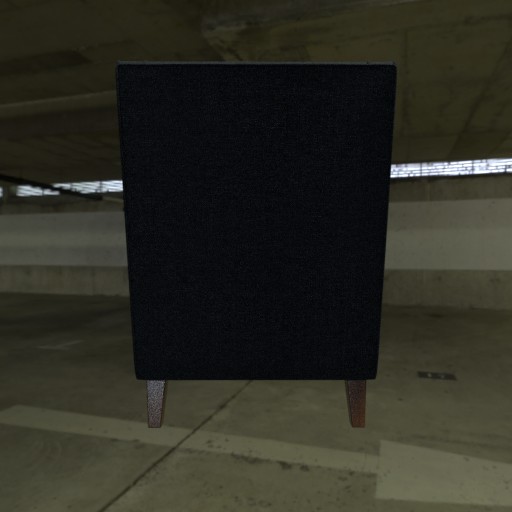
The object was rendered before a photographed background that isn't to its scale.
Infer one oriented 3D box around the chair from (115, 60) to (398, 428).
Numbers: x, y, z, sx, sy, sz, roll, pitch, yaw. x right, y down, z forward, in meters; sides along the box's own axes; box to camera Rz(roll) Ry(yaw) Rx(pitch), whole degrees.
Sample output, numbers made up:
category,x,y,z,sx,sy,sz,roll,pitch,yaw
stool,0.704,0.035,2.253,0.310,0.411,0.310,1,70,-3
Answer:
category,x,y,z,sx,sy,sz,roll,pitch,yaw
chair,0.000,0.000,1.651,0.764,1.072,0.947,0,0,0
